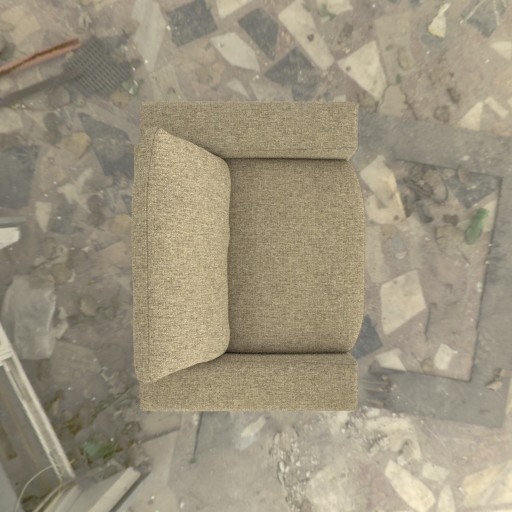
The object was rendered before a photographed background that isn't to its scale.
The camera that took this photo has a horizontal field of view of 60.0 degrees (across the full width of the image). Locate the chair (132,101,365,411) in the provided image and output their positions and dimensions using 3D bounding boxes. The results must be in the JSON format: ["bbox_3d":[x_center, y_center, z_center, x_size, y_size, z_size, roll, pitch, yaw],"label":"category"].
[{"bbox_3d":[0.000,0.000,2.089,1.039,0.915,1.398,0,89,0],"label":"chair"}]
